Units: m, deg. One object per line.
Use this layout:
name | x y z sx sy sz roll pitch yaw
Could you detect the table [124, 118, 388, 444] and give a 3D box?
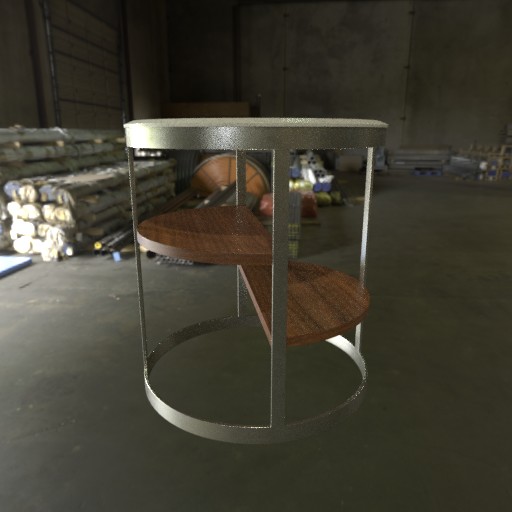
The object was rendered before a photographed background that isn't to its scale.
table | 0.000 0.000 0.767 0.407 0.447 0.407 0 16 0
